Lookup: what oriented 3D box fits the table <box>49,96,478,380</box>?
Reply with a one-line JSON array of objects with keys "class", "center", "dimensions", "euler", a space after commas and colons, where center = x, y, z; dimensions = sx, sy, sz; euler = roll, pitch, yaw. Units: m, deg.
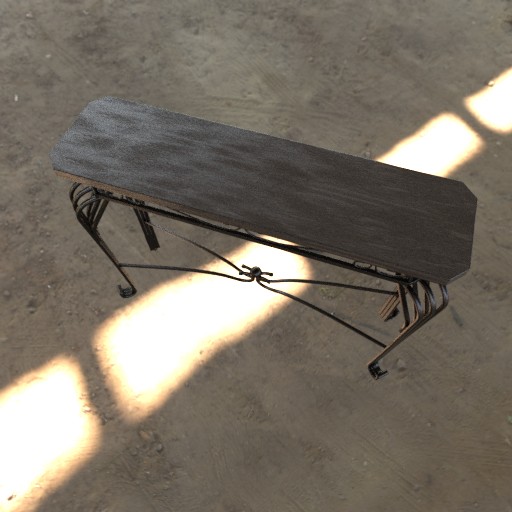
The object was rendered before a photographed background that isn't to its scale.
[{"class": "table", "center": [0.000, 0.000, 1.465], "dimensions": [1.112, 0.800, 0.329], "euler": [16, 61, 9]}]
